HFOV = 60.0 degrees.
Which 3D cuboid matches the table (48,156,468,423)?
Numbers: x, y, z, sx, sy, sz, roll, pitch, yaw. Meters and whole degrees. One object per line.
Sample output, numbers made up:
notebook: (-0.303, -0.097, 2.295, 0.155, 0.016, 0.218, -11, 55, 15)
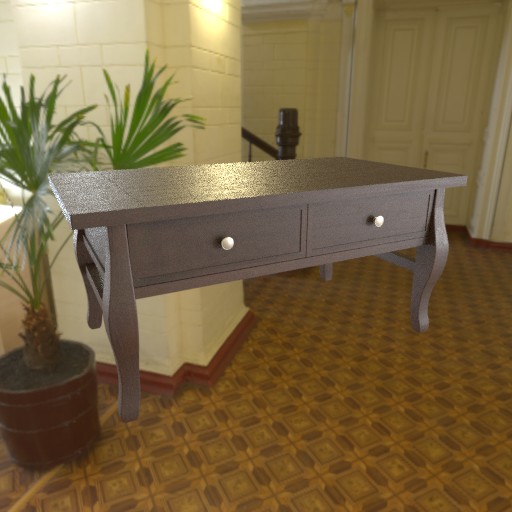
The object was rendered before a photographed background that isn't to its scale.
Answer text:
table: (0.000, 0.000, 1.356, 1.062, 0.494, 0.600, -9, 21, -26)
